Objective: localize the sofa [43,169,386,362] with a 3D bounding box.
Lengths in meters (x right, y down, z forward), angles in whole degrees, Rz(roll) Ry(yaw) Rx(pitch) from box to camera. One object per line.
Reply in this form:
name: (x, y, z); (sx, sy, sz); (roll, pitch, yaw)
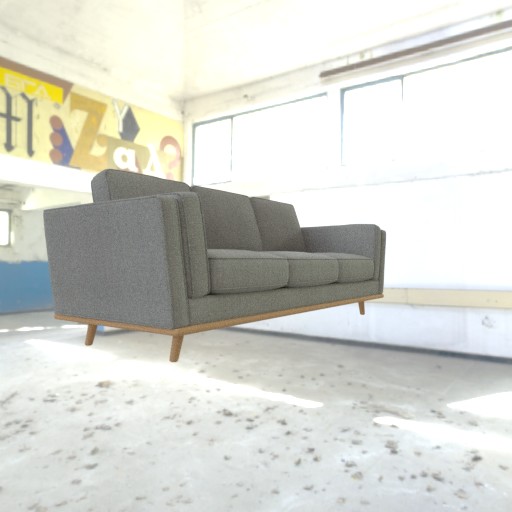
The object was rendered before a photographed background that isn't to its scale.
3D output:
sofa: (0.000, 0.000, 2.822); (0.903, 0.899, 2.362); (0, -1, 36)
